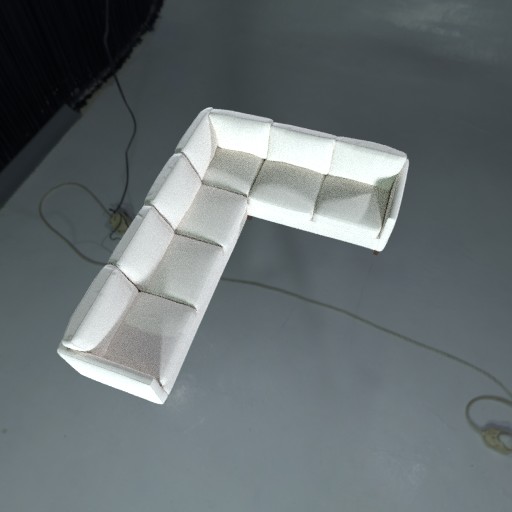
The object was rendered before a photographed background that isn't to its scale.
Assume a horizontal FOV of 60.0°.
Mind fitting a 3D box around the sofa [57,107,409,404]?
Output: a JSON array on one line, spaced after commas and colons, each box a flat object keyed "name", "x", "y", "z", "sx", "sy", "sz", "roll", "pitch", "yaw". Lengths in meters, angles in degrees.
[{"name": "sofa", "x": 0.000, "y": 0.000, "z": 4.600, "sx": 2.593, "sy": 0.947, "sz": 3.302, "roll": 16, "pitch": 59, "yaw": 10}]
